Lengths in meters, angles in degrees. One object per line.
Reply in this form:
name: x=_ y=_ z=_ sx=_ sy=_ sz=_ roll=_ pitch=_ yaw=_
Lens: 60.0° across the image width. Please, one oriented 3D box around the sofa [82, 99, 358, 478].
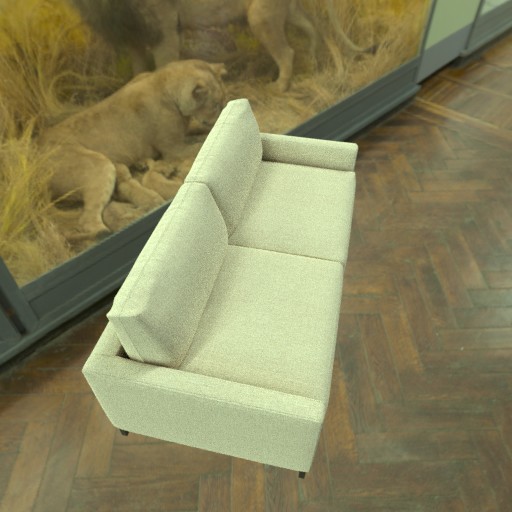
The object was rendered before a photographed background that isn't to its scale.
sofa: x=0.000 y=0.000 z=2.077 sx=0.839 sy=0.812 sz=1.651 roll=9 pitch=47 yaw=9
